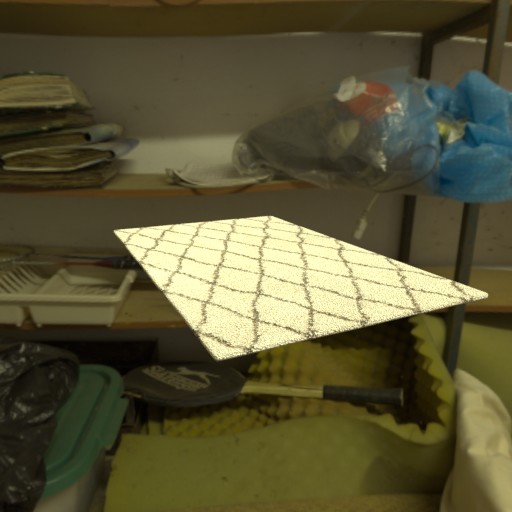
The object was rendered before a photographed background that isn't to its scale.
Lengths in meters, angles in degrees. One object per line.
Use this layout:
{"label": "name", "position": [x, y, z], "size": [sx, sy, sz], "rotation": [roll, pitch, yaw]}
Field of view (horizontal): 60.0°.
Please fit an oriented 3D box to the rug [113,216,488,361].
{"label": "rug", "position": [0.000, 0.000, 3.042], "size": [1.524, 0.030, 2.438], "rotation": [-8, 17, -25]}
